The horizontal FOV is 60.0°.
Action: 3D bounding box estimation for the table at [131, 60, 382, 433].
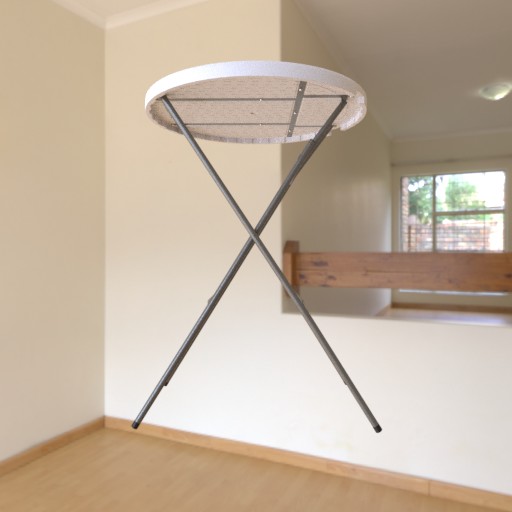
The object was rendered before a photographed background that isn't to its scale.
[{"bbox_3d":[0.000,0.000,1.639,0.795,1.105,0.792,0,1,0],"label":"table"}]
